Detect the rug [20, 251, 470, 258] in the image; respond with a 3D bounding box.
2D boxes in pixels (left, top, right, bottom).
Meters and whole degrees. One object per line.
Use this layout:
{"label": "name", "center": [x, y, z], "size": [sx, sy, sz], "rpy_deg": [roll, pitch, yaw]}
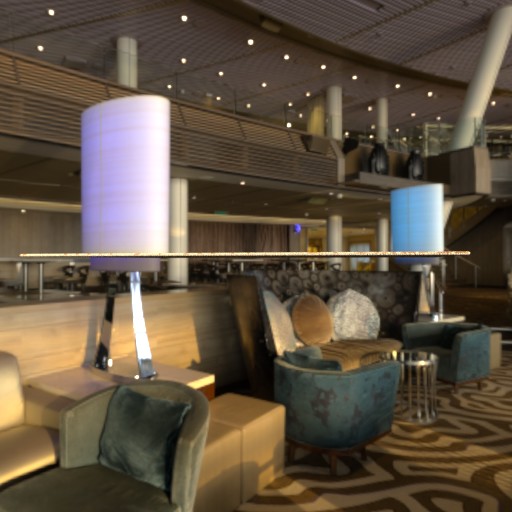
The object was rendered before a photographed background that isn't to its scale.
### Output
{"label": "rug", "center": [0.000, 0.000, 2.277], "size": [1.829, 0.011, 1.219], "rpy_deg": [0, -1, 18]}
